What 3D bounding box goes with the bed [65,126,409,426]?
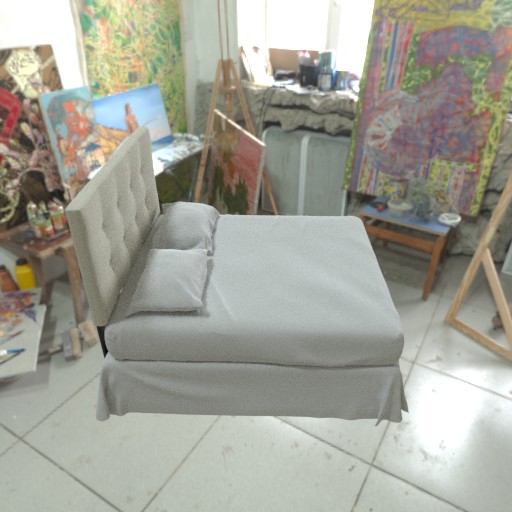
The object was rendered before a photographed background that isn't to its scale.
[{"bbox_3d":[0.000,0.000,3.484,2.222,1.577,1.936,1,32,1],"label":"bed"}]
